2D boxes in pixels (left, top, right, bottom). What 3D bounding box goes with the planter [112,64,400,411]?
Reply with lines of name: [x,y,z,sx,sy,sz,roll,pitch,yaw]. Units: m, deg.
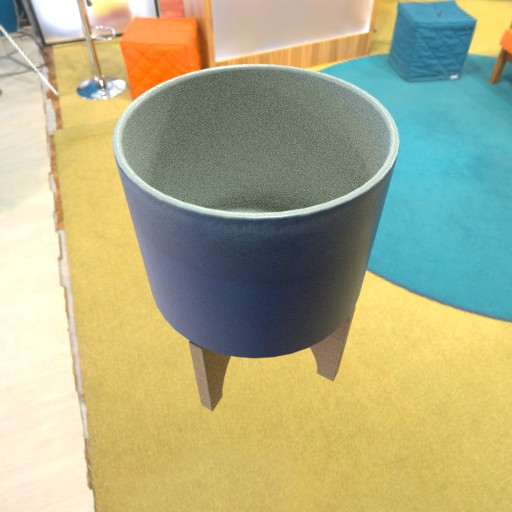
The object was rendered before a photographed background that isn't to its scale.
planter: [0.000,0.000,0.398,0.192,0.263,0.192,0,47,0]
